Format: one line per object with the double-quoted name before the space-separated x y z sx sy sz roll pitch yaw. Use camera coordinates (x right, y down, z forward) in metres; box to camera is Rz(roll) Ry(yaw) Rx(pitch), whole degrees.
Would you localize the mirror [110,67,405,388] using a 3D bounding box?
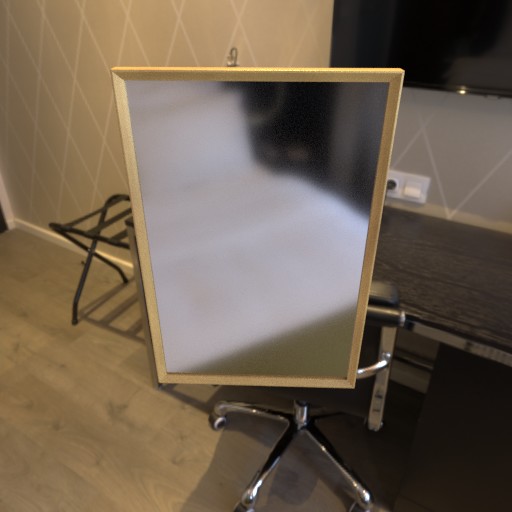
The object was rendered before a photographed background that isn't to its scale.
"mirror" 0.000 0.000 1.164 0.609 0.915 0.041 1 31 2
